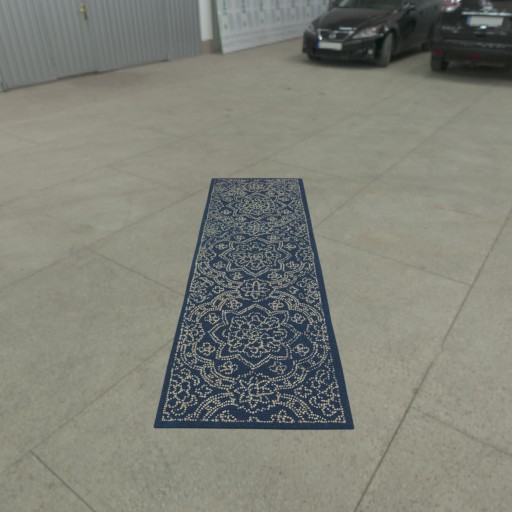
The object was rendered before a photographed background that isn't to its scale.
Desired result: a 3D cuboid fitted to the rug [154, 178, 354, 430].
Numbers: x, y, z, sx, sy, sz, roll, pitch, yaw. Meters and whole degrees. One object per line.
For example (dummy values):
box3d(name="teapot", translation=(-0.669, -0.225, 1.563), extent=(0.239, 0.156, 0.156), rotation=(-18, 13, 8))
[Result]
box3d(name="rug", translation=(0.000, 0.000, 2.714), extent=(0.769, 0.012, 2.448), rotation=(0, 32, 0))
